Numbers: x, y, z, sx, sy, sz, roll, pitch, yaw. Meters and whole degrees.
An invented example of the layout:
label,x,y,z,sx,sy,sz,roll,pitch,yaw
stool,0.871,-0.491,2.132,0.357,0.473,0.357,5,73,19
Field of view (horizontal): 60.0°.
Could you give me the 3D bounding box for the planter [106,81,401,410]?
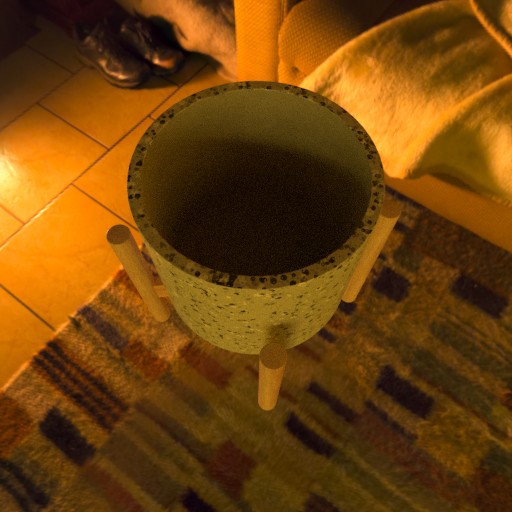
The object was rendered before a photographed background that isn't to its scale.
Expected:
label,x,y,z,sx,sy,sz,roll,pitch,yaw
planter,0.000,0.000,0.526,0.284,0.320,0.284,15,64,7
